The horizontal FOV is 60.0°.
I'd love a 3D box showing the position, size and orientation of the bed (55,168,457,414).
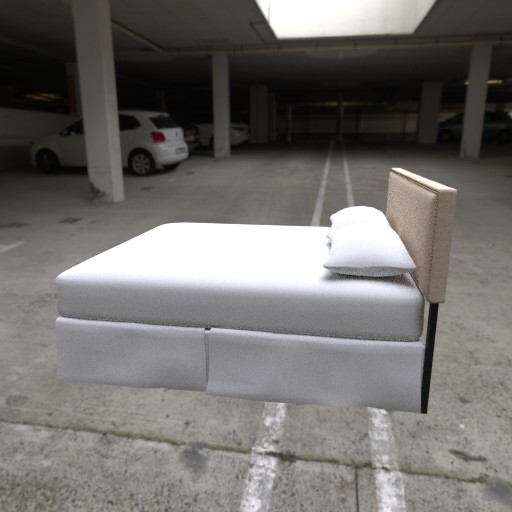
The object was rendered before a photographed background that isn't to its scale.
[{"bbox_3d":[0.000,0.000,2.769,1.876,1.016,1.616,2,14,10],"label":"bed"}]
